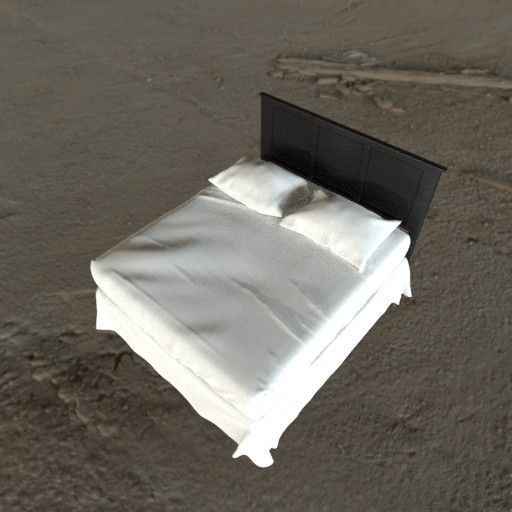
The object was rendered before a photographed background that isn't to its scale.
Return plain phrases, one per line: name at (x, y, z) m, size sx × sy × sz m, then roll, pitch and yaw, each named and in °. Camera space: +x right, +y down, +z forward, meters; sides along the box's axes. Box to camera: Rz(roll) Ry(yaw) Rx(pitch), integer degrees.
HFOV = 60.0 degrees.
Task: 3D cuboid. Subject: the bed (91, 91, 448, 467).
bed at (0.000, 0.000, 3.288) m, size 1.870 × 1.270 × 2.050 m, roll 33°, pitch 55°, yaw 27°
